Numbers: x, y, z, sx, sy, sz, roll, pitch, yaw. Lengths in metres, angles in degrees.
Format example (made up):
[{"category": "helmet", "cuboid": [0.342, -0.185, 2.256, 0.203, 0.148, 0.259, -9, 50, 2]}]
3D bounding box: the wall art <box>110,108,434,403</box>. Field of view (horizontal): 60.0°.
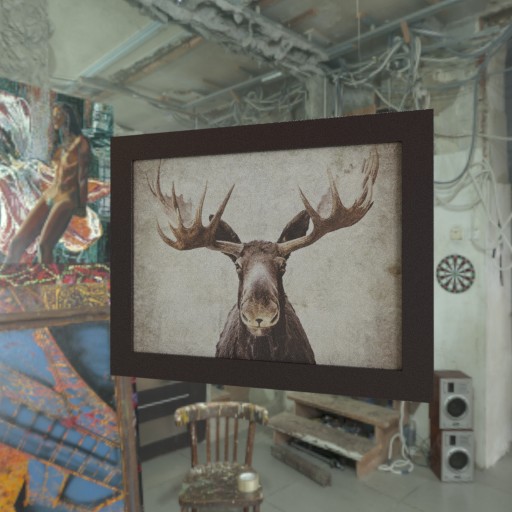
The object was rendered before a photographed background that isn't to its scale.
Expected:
[{"category": "wall art", "cuboid": [0.000, 0.000, 1.616, 1.207, 0.952, 0.034, 0, 0, 17]}]
